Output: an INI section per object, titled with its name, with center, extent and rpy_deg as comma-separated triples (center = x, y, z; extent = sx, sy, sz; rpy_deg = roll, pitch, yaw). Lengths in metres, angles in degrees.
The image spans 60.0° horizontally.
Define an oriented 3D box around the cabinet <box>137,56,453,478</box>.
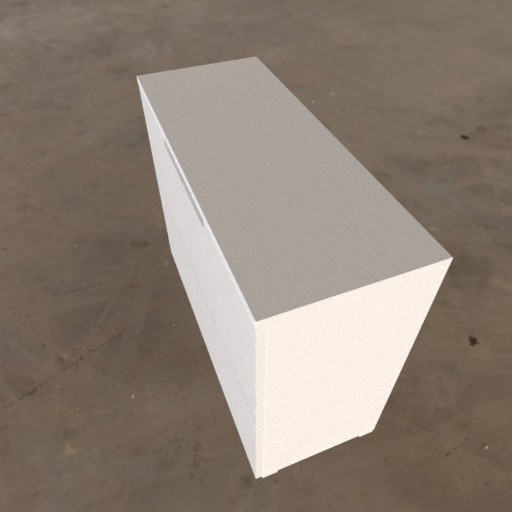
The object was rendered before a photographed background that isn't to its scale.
[cabinet]
center = 0.000, 0.000, 1.391
extent = 0.400, 0.800, 1.000
rpy_deg = -16, 48, -15
